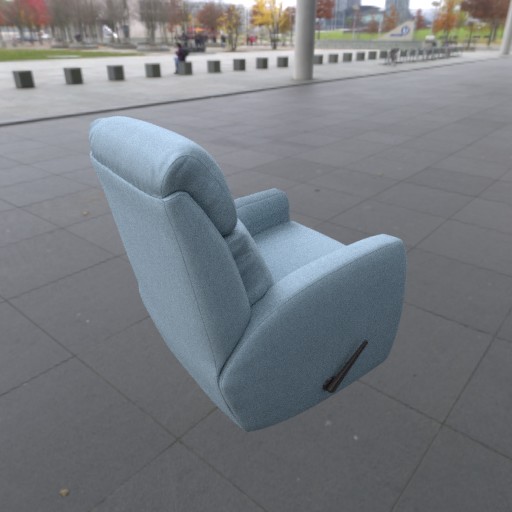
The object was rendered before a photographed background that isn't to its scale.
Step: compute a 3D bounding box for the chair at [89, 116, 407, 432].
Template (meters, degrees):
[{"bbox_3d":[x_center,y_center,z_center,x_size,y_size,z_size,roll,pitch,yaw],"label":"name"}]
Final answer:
[{"bbox_3d":[0.000,0.000,1.643,0.940,1.013,0.812,-17,31,-31],"label":"chair"}]
